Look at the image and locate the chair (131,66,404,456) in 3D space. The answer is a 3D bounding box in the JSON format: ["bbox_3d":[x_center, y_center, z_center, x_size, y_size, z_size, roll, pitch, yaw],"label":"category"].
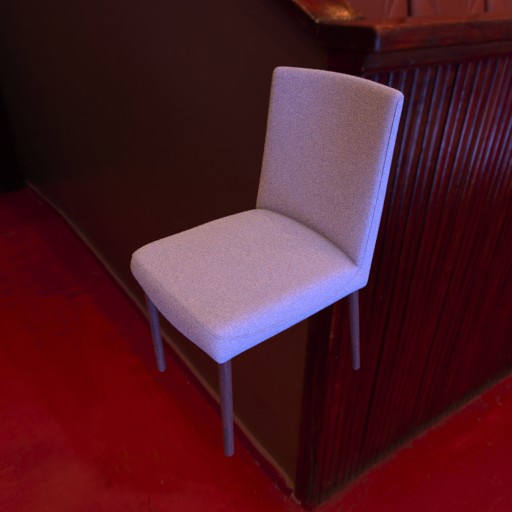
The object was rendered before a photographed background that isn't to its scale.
[{"bbox_3d":[0.000,0.000,1.186,0.570,0.859,0.456,-22,38,-31],"label":"chair"}]
